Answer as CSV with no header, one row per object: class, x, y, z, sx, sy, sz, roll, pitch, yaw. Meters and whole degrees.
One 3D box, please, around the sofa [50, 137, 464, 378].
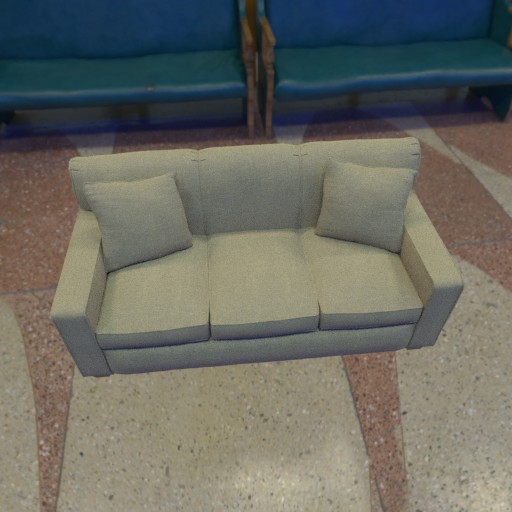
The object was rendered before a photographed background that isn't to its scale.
sofa,0.000,0.000,2.547,2.024,0.958,0.997,-4,45,-4
